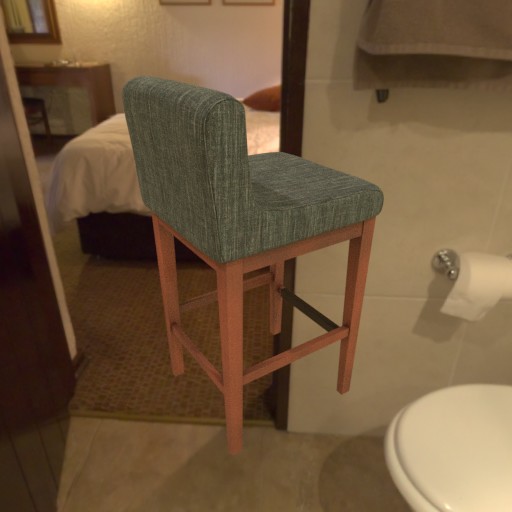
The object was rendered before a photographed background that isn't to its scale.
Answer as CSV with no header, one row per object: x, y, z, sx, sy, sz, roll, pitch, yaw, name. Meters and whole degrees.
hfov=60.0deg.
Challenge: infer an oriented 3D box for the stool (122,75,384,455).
0.000,0.000,1.107,0.459,0.835,0.395,-17,32,-29,stool
